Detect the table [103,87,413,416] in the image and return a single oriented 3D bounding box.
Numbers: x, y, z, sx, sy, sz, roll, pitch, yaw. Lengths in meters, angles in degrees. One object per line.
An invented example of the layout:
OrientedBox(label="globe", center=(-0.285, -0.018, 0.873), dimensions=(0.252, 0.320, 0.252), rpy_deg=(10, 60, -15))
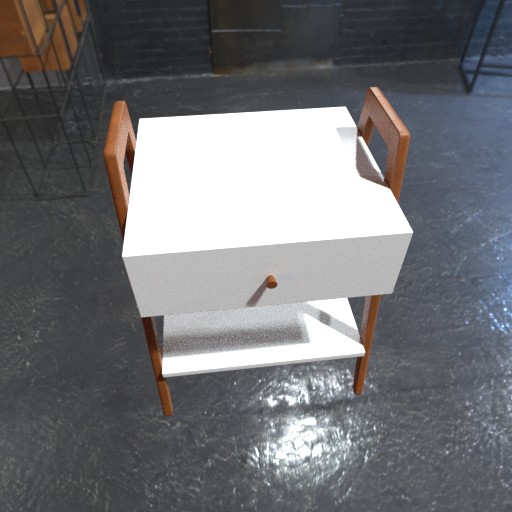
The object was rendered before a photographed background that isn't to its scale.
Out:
OrientedBox(label="table", center=(0.000, 0.000, 0.909), dimensions=(0.457, 0.610, 0.405), rpy_deg=(-5, 46, -5))
